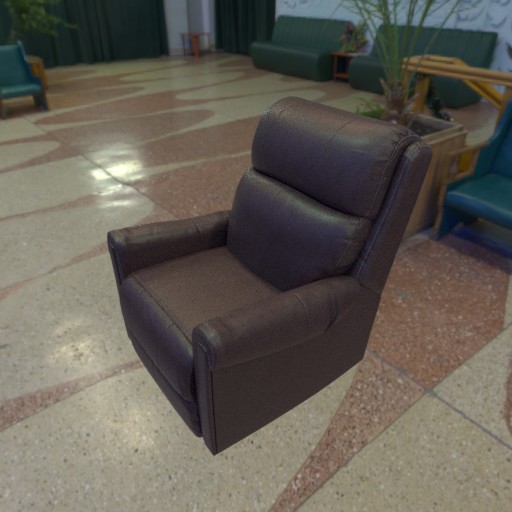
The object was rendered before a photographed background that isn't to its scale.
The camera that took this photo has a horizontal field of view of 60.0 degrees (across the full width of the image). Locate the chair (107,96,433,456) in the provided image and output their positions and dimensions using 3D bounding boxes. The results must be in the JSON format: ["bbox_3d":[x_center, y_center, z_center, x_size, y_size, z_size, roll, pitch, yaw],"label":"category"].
[{"bbox_3d":[0.000,0.000,1.770,1.014,1.054,0.838,-21,38,-30],"label":"chair"}]
